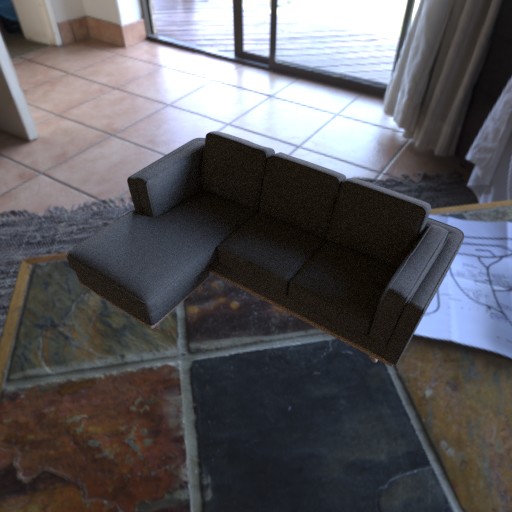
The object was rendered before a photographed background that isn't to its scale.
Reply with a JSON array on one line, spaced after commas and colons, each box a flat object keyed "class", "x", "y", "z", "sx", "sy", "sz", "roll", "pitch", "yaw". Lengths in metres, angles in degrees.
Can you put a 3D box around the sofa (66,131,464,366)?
[{"class": "sofa", "x": 0.000, "y": 0.000, "z": 3.220, "sx": 2.411, "sy": 0.929, "sz": 1.604, "roll": 25, "pitch": 48, "yaw": 25}]
